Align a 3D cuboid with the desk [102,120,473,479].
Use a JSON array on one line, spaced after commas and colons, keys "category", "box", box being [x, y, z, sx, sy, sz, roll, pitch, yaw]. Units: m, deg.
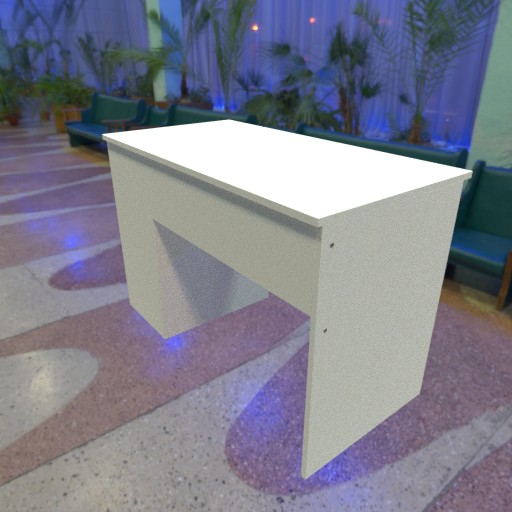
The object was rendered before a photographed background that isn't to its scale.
[{"category": "desk", "box": [0.000, 0.000, 1.530, 0.560, 0.730, 1.096, -19, 31, -34]}]
